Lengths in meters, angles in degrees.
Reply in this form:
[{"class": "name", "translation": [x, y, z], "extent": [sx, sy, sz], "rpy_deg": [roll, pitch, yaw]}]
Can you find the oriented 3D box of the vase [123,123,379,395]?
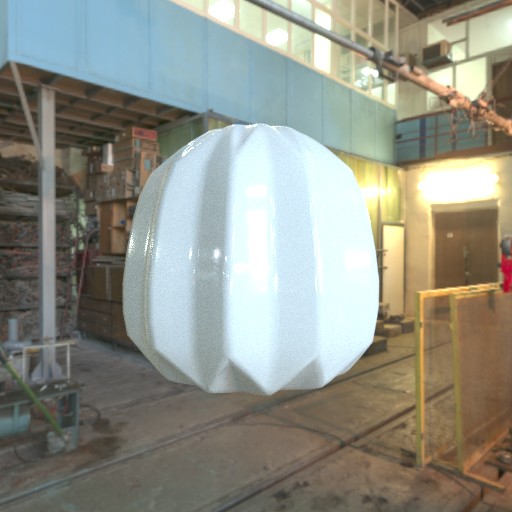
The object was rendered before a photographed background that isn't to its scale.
[{"class": "vase", "translation": [0.000, 0.000, 0.248], "extent": [0.139, 0.134, 0.139], "rpy_deg": [0, 1, 0]}]
